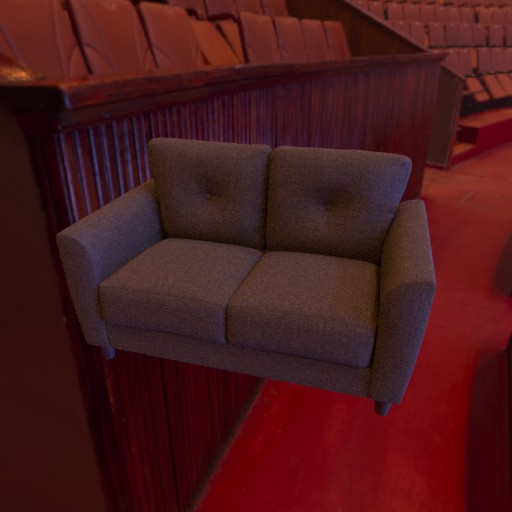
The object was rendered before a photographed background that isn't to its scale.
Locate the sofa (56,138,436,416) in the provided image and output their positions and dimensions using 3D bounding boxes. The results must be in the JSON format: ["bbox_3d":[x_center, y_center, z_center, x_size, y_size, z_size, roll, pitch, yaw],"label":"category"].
[{"bbox_3d":[0.000,0.000,1.993,1.423,0.885,0.851,7,27,14],"label":"sofa"}]
